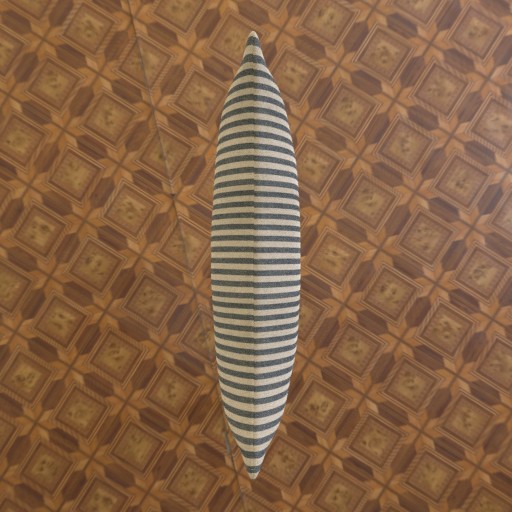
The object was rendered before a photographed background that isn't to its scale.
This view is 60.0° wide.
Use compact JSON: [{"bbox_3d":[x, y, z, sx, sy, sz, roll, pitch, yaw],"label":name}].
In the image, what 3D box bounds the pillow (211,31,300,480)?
[{"bbox_3d":[0.000,0.000,0.751,0.151,0.295,0.617,0,90,1],"label":"pillow"}]
